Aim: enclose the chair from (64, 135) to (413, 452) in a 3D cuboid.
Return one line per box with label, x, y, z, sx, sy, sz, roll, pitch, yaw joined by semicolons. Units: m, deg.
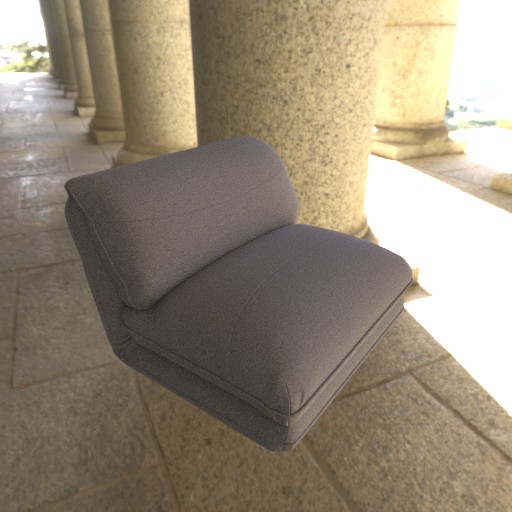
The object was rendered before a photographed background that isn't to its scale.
chair;0.000;0.000;1.377;0.780;0.580;0.820;18;31;32
